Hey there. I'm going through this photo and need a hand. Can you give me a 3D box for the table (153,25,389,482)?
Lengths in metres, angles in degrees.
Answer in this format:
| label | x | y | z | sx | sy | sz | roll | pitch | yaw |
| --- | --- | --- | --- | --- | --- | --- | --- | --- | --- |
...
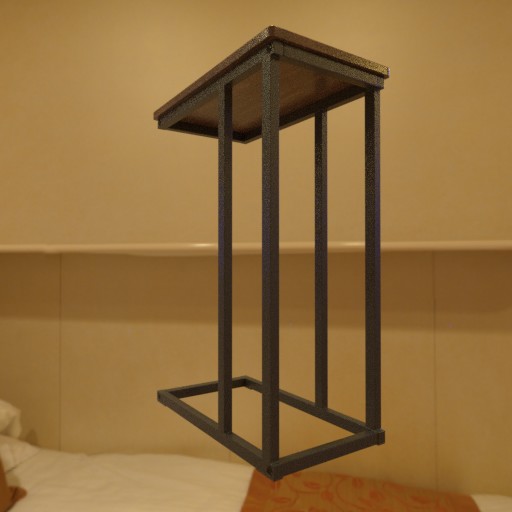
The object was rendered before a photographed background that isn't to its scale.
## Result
| label | x | y | z | sx | sy | sz | roll | pitch | yaw |
| --- | --- | --- | --- | --- | --- | --- | --- | --- | --- |
| table | 0.000 | 0.000 | 0.868 | 0.254 | 0.637 | 0.450 | 0 | -1 | -34 |
